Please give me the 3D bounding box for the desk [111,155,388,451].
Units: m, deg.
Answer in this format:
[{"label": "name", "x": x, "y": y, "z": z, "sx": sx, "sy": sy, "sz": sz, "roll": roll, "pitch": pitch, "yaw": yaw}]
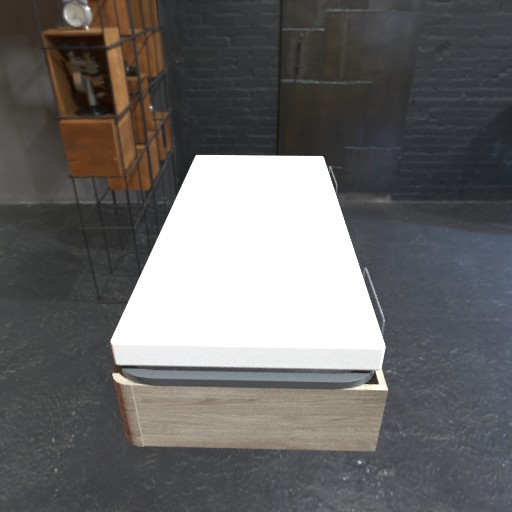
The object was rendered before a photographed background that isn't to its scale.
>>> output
[{"label": "desk", "x": 0.000, "y": 0.000, "z": 2.257, "sx": 0.900, "sy": 0.455, "sz": 1.900, "roll": 1, "pitch": 31, "yaw": 1}]
